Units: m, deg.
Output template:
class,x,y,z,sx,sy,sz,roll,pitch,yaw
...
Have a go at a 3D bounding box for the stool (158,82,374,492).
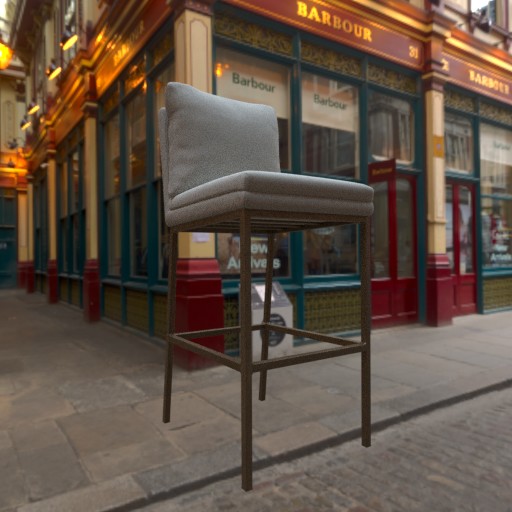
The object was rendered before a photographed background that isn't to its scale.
class,x,y,z,sx,sy,sz,roll,pitch,yaw
stool,0.000,0.000,1.403,0.463,1.125,0.572,0,0,-35
